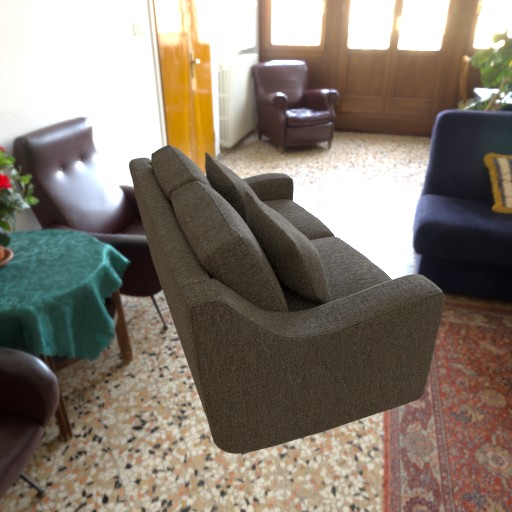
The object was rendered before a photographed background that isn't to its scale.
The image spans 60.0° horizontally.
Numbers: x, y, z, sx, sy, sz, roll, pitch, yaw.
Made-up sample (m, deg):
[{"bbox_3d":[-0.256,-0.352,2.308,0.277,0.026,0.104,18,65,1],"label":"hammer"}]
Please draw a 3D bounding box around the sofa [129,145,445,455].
[{"bbox_3d":[0.000,0.000,2.455,1.120,0.991,1.778,-10,30,-18],"label":"sofa"}]
